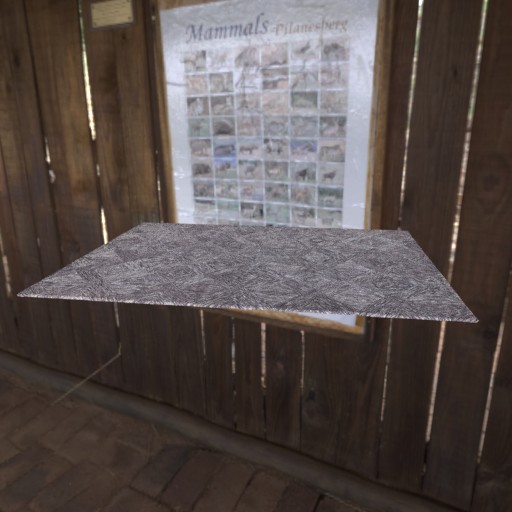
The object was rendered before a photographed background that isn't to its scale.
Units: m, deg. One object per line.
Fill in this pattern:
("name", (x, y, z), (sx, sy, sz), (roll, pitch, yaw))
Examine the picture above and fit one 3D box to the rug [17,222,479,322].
("rug", (0.000, 0.000, 4.178), (3.204, 0.017, 2.448), (2, 17, 8))
